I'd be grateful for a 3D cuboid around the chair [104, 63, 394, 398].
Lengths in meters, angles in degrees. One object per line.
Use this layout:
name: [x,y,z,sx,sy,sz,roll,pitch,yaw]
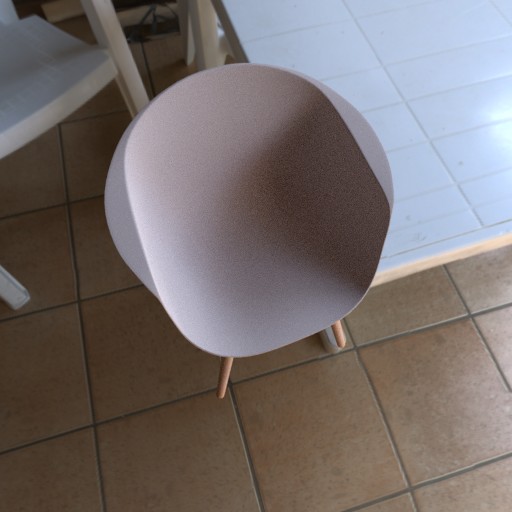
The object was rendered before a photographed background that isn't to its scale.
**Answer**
chair: [0.000,0.000,1.151,0.593,0.781,0.504,-20,65,-10]
